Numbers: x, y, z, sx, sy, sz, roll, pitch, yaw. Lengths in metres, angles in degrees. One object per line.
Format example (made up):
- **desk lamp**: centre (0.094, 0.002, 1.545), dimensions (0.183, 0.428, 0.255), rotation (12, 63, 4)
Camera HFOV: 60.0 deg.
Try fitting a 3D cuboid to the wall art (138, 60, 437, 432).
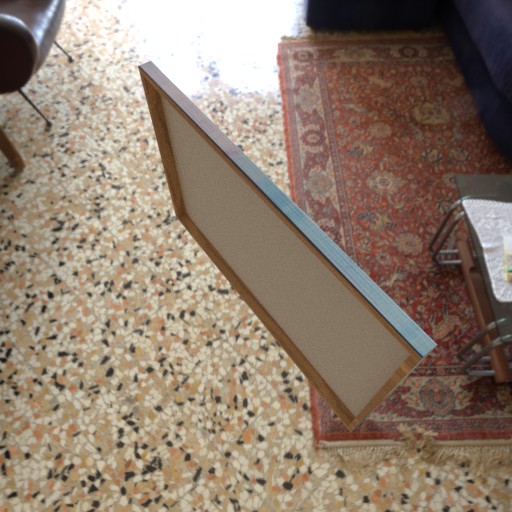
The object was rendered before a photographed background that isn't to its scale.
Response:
- **wall art**: centre (0.000, 0.000, 1.143), dimensions (0.037, 0.605, 0.911), rotation (-32, 63, -18)
